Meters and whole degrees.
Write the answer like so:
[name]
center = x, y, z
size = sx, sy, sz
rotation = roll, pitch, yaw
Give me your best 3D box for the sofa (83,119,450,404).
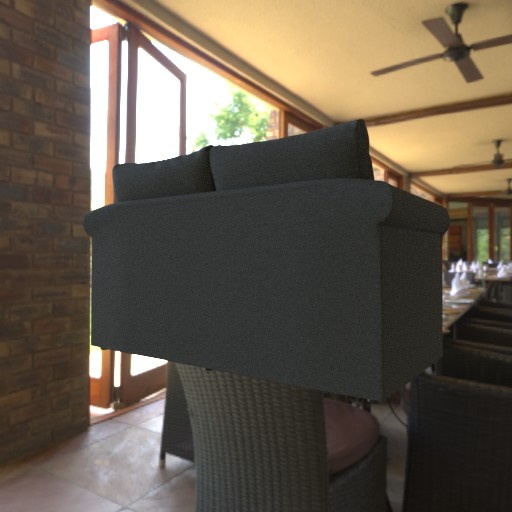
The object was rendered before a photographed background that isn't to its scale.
[sofa]
center = 0.000, 0.000, 1.947
size = 1.460, 0.872, 0.741
rotation = 0, 0, 35
